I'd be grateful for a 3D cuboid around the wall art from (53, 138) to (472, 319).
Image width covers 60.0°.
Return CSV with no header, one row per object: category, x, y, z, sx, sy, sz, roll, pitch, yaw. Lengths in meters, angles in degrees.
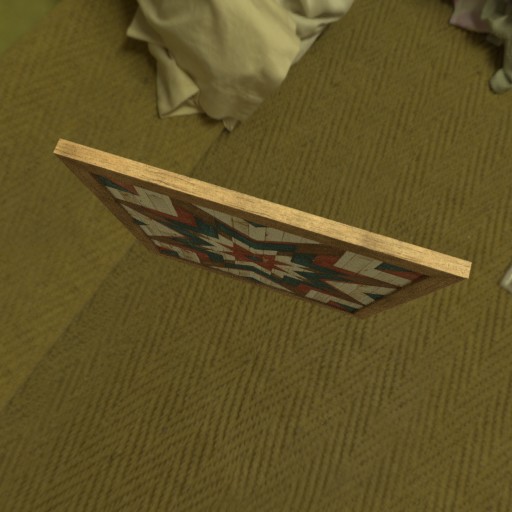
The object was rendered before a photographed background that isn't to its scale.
wall art,0.000,0.000,1.046,0.695,0.691,0.029,17,77,4
